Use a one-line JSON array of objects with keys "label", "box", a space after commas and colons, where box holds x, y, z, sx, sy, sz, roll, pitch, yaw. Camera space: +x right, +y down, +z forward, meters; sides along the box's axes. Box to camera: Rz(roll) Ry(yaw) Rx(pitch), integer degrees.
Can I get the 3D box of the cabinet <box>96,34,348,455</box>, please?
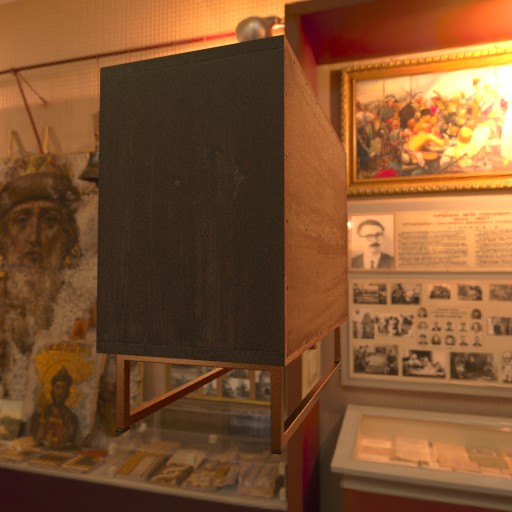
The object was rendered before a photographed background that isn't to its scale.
[{"label": "cabinet", "box": [0.000, 0.000, 1.404, 0.451, 0.860, 0.950, -1, -2, 19]}]
